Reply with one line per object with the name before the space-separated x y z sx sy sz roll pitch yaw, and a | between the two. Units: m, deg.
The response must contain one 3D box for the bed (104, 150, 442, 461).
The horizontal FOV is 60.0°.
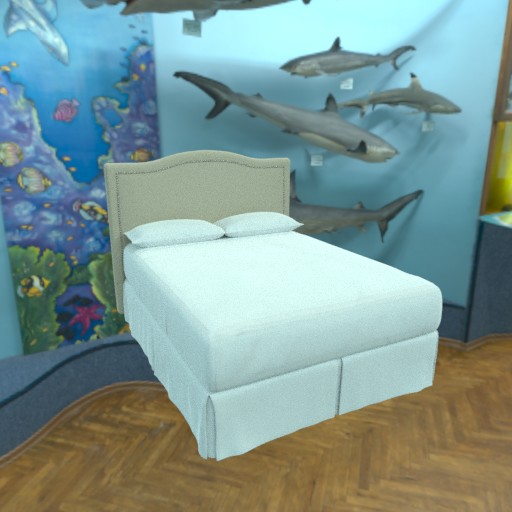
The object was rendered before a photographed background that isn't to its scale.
bed | 0.000 0.000 3.300 1.753 1.460 2.143 -8 18 -26
